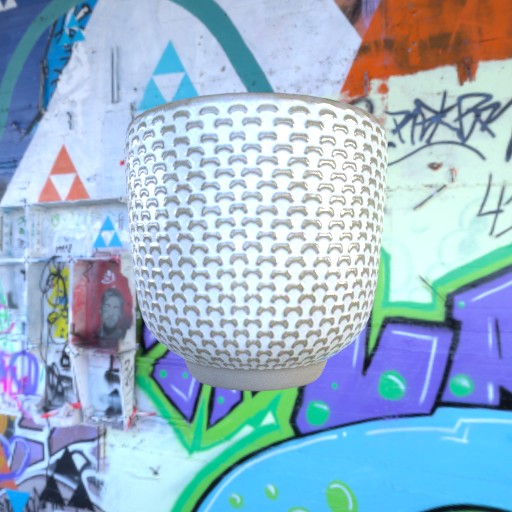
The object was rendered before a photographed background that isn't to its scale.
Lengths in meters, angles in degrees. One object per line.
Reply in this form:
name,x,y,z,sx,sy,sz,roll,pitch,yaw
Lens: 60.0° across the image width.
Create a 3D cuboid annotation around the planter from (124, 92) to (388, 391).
planter,0.000,0.000,0.302,0.173,0.160,0.173,0,-1,0
